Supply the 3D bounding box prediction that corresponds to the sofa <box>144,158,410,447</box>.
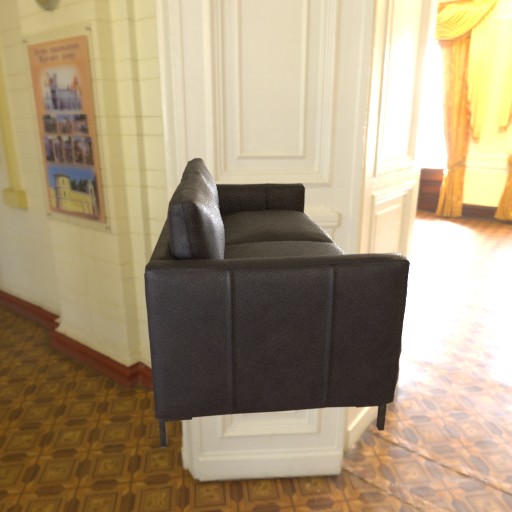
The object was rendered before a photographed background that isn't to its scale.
[{"bbox_3d":[0.000,0.000,2.300,0.947,0.883,1.805,-2,18,-8],"label":"sofa"}]
